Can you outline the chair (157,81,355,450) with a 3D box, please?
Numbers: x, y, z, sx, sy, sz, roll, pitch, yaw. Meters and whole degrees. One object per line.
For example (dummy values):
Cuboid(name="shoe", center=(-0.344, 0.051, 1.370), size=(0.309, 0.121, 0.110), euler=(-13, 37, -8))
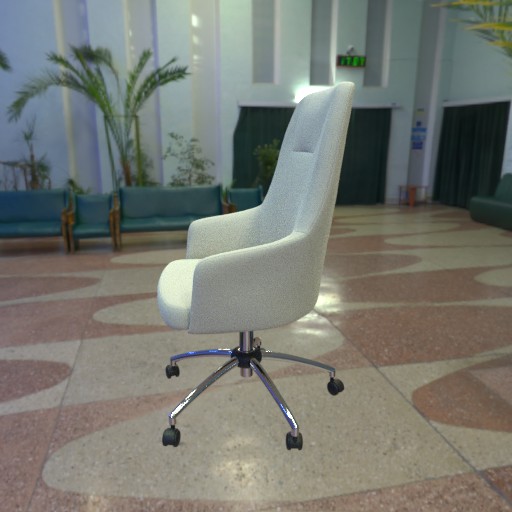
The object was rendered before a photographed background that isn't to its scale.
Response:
Cuboid(name="chair", center=(0.000, 0.000, 1.448), size=(0.640, 1.049, 0.620), euler=(-2, 15, -10))
